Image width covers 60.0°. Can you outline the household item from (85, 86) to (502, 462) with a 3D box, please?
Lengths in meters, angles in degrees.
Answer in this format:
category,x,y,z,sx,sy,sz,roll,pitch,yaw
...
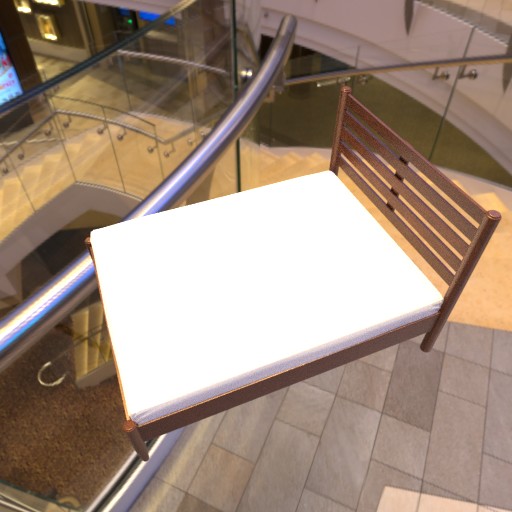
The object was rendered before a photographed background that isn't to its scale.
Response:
category,x,y,z,sx,sy,sz,roll,pitch,yaw
household item,0.000,0.000,3.117,2.232,1.356,1.663,-17,49,-15
